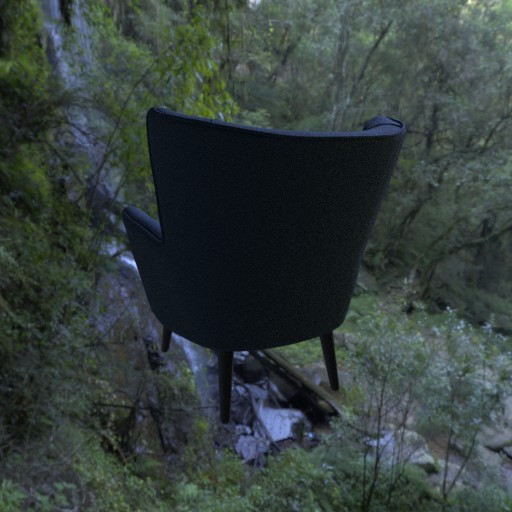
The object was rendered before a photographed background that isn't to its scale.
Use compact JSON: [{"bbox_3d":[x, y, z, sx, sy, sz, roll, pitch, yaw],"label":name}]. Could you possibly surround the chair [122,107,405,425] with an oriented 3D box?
[{"bbox_3d":[0.000,0.000,1.542,0.781,0.933,0.888,-7,16,-26],"label":"chair"}]
